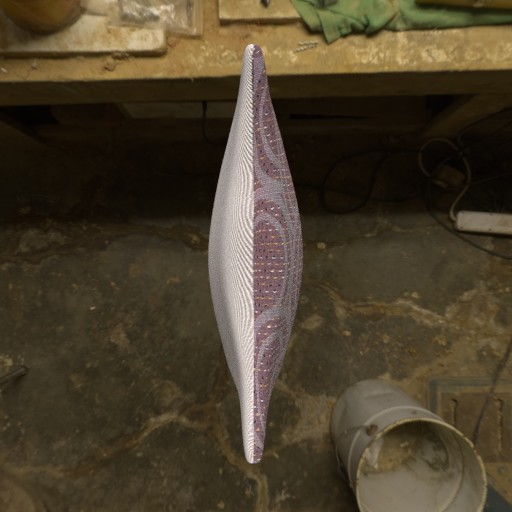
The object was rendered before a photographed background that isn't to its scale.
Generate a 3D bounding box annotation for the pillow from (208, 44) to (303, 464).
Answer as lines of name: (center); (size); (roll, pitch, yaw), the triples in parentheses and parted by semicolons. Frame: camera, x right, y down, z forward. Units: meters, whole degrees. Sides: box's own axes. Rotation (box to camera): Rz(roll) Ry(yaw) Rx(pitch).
pillow: (0.000, 0.000, 0.791); (0.163, 0.513, 0.514); (0, 90, 0)
